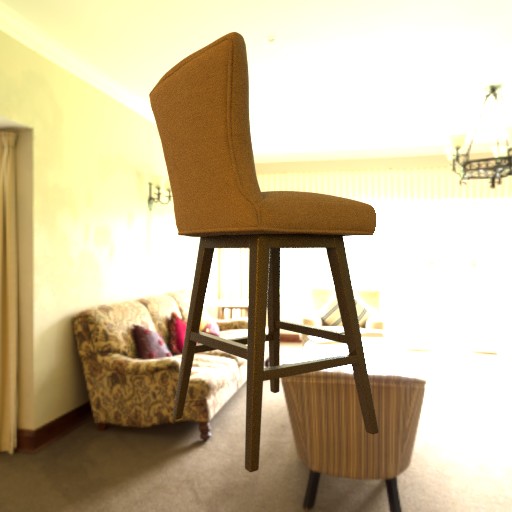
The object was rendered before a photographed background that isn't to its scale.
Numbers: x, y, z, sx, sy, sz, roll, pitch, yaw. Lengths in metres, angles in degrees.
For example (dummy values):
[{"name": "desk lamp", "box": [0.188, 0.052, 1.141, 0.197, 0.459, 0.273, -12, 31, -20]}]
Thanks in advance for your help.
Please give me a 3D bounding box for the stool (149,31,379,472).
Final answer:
[{"name": "stool", "box": [0.000, 0.000, 1.397, 0.574, 1.086, 0.514, 0, 1, -36]}]
